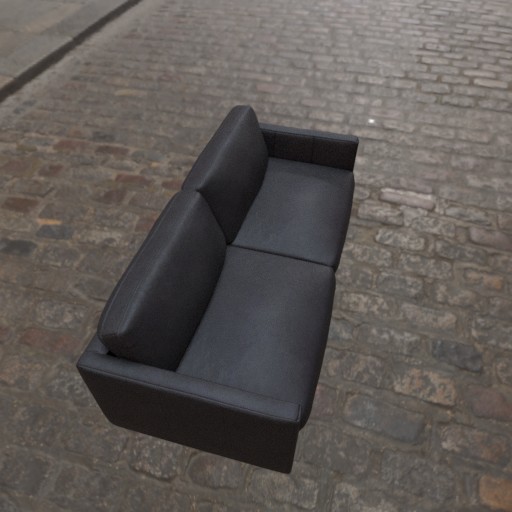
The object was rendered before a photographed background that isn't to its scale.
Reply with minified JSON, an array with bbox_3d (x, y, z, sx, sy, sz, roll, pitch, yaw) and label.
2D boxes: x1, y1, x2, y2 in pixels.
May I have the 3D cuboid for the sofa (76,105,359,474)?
[{"bbox_3d":[0.000,0.000,2.447,0.933,0.863,1.971,11,47,11],"label":"sofa"}]
